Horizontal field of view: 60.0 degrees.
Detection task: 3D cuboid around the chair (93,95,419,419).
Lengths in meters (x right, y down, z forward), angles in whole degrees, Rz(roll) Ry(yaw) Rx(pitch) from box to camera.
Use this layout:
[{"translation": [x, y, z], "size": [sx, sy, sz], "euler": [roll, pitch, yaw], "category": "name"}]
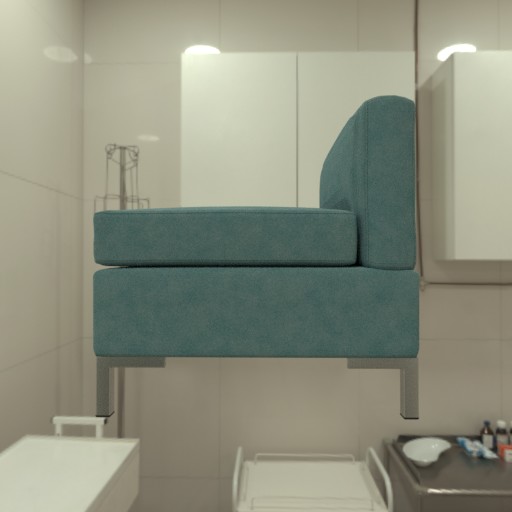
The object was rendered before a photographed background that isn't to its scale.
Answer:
[{"translation": [0.000, 0.000, 1.218], "size": [0.685, 0.660, 0.684], "euler": [0, -1, 1], "category": "chair"}]
